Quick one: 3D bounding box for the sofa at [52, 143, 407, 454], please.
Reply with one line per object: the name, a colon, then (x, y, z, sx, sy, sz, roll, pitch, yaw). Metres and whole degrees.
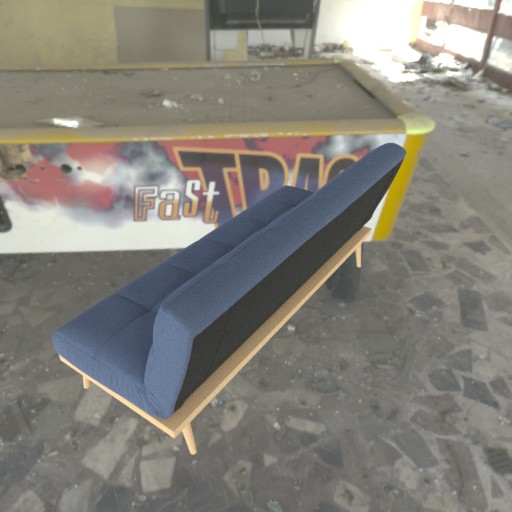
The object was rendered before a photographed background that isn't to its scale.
sofa: (0.000, 0.000, 2.187, 0.796, 0.800, 1.800, 20, 38, 29)
